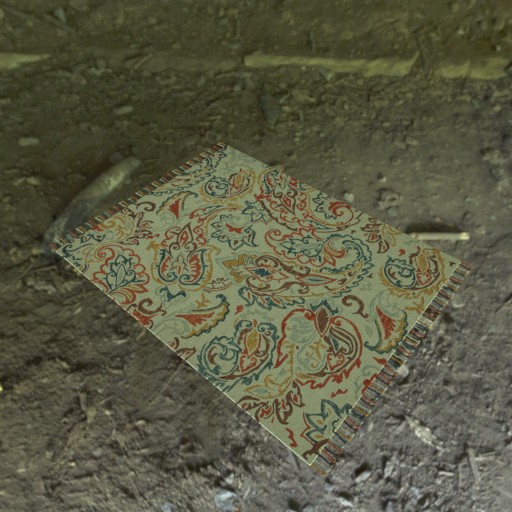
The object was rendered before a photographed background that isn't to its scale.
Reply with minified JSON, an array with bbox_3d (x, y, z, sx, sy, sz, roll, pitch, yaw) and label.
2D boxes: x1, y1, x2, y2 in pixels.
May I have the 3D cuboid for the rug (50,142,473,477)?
[{"bbox_3d":[0.000,0.000,4.264,3.274,0.015,2.439,32,54,27],"label":"rug"}]
